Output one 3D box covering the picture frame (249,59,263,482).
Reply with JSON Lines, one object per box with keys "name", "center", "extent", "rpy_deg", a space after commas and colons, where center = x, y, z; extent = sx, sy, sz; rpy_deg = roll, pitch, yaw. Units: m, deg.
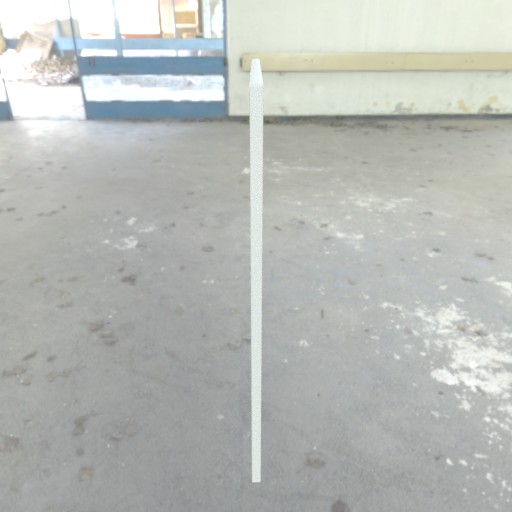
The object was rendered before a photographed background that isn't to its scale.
{"name": "picture frame", "center": [0.000, 0.000, 0.681], "extent": [0.012, 0.534, 0.381], "rpy_deg": [0, 27, 0]}
